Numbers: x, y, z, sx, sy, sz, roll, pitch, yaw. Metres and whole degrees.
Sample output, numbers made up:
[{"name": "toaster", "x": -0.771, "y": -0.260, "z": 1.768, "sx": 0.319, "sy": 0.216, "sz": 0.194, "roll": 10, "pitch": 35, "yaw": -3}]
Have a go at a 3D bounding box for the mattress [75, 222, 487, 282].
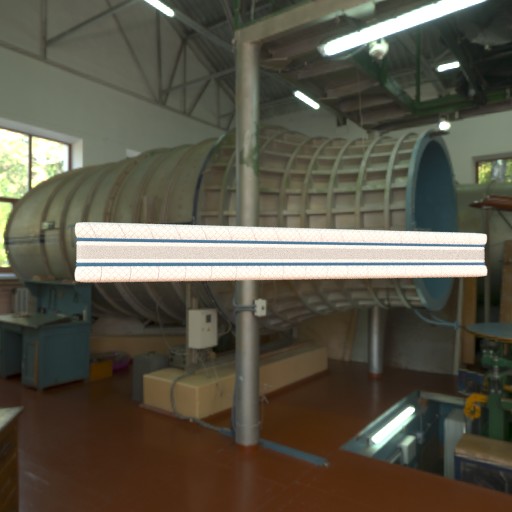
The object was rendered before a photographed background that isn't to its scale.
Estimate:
[{"name": "mattress", "x": 0.000, "y": 0.000, "z": 2.730, "sx": 2.000, "sy": 0.230, "sz": 1.600, "roll": 0, "pitch": -1, "yaw": -20}]
